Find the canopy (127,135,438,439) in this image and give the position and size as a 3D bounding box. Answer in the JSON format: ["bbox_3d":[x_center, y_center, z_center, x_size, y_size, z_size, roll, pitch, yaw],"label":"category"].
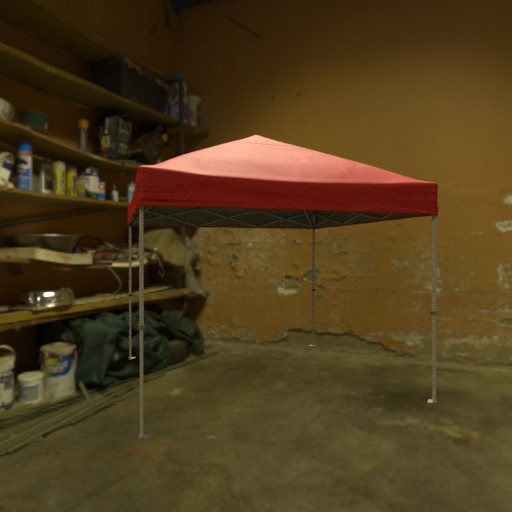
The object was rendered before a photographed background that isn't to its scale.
[{"bbox_3d":[0.000,0.000,5.505,2.998,2.997,2.996,0,0,-18],"label":"canopy"}]
